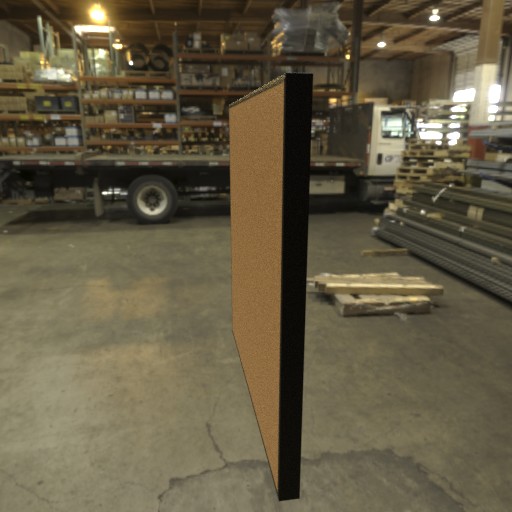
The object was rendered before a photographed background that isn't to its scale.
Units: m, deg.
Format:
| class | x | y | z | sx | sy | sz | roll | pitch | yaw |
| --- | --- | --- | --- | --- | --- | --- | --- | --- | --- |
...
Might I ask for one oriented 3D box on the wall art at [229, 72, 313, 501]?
| class | x | y | z | sx | sy | sz | roll | pitch | yaw |
| --- | --- | --- | --- | --- | --- | --- | --- | --- | --- |
| wall art | 0.000 | 0.000 | 1.117 | 0.042 | 0.766 | 0.769 | -3 | 16 | -9 |
